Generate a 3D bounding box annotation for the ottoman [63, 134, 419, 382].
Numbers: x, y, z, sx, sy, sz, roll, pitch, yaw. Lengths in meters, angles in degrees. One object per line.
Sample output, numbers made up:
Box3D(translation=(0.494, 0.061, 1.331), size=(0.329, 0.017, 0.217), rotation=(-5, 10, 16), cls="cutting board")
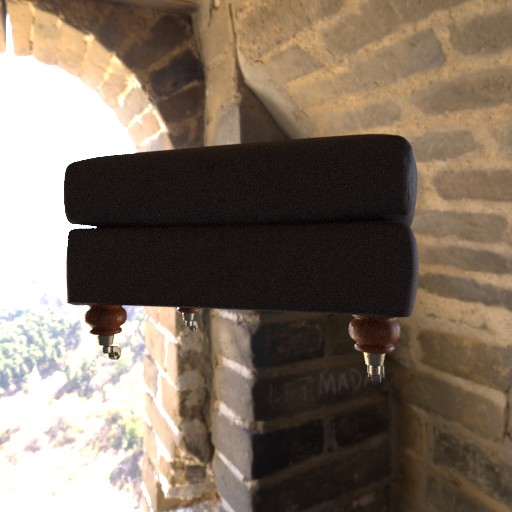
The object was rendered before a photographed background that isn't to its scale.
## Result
Box3D(translation=(0.000, 0.000, 1.141), size=(0.773, 0.497, 0.574), rotation=(0, 0, 18), cls="ottoman")
